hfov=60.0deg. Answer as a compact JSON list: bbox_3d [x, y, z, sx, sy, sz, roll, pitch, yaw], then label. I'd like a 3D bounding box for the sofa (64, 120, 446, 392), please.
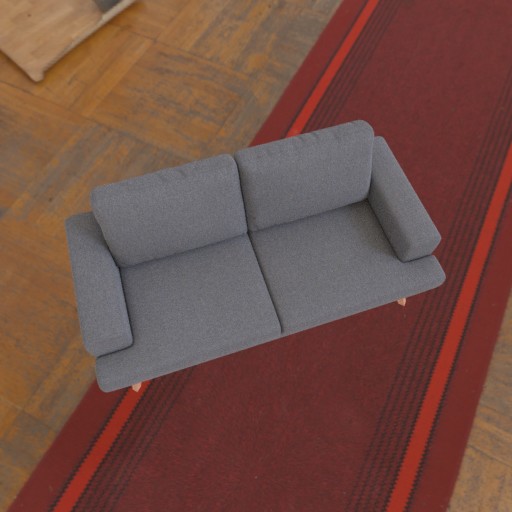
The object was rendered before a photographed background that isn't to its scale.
[{"bbox_3d":[0.000,0.000,2.117,1.650,0.810,0.785,-16,65,-8],"label":"sofa"}]
